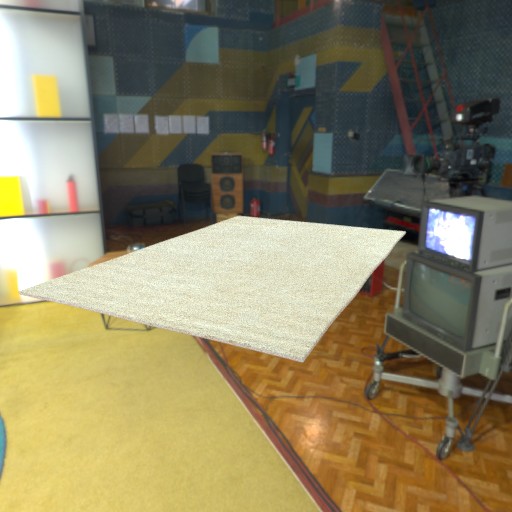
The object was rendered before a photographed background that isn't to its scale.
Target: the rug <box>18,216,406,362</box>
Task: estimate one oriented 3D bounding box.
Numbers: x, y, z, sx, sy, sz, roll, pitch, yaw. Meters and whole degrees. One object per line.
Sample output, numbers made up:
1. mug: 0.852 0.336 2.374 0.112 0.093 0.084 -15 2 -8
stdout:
1. rug: 0.000 0.000 3.402 1.800 0.025 2.699 8 18 26
